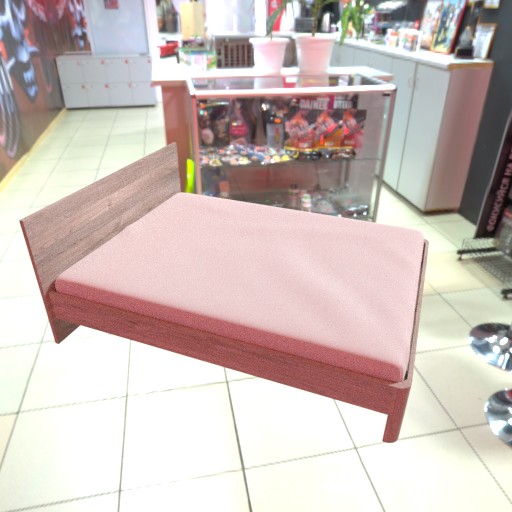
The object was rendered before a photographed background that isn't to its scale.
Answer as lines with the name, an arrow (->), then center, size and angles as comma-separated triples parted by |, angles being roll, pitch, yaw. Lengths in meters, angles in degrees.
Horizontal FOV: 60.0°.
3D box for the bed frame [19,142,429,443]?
bed frame -> 0.000, 0.000, 2.699 | 1.950, 0.800, 1.490 | 11, 32, 19
